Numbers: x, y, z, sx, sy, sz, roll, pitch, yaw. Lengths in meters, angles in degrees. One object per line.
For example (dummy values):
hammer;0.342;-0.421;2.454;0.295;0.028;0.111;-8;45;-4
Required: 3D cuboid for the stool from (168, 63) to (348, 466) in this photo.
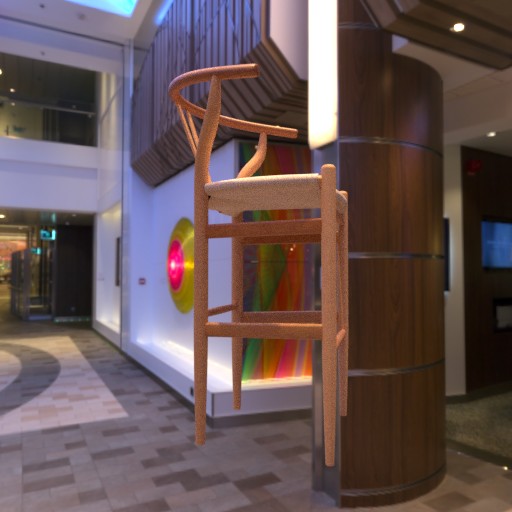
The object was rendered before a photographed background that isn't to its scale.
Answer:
stool;0.000;0.000;1.391;0.561;1.068;0.574;-1;-2;16
